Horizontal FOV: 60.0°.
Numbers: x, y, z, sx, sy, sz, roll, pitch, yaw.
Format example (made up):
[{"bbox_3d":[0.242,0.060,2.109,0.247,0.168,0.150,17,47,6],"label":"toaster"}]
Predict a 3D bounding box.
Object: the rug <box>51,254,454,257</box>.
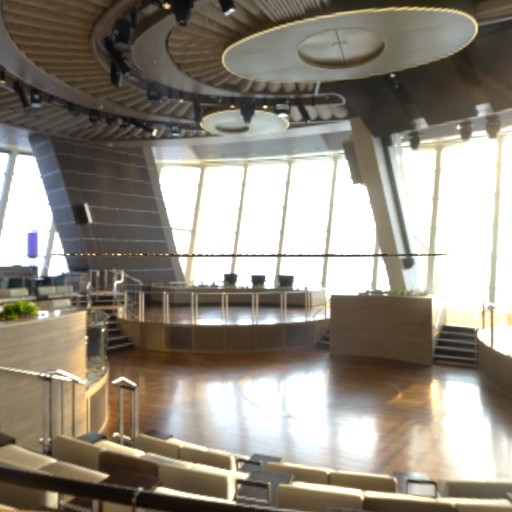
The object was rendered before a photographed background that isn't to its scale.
[{"bbox_3d":[0.000,0.000,4.186,2.439,0.010,3.048,0,0,1],"label":"rug"}]
